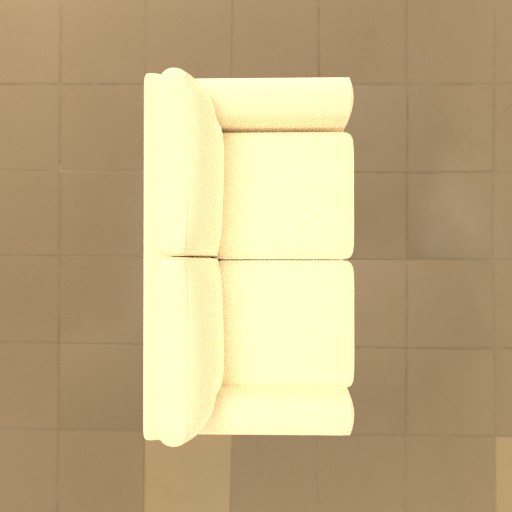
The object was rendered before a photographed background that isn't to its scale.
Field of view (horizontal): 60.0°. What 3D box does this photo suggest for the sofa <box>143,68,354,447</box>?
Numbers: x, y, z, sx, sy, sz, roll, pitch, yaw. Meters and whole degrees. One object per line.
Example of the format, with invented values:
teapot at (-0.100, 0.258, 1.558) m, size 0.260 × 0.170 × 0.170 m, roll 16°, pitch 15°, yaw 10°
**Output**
sofa at (0.000, 0.000, 2.282) m, size 0.991 × 0.940 × 1.727 m, roll 0°, pitch 89°, yaw 1°
